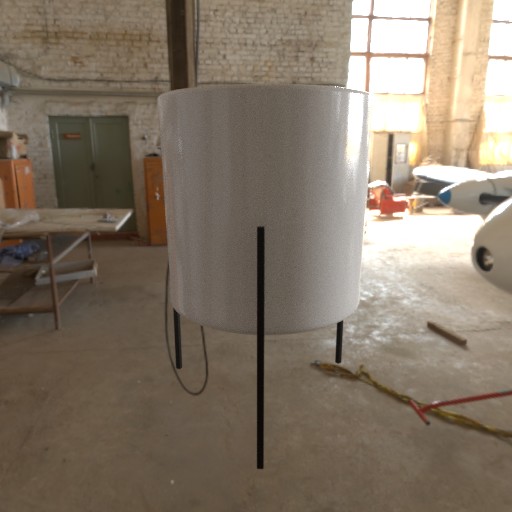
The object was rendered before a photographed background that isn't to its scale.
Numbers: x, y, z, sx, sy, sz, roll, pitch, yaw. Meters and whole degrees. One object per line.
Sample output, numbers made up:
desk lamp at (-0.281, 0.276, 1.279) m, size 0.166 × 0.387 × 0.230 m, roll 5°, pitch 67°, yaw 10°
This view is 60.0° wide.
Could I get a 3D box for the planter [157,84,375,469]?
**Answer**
planter at (0.000, 0.000, 0.640) m, size 0.308 × 0.431 × 0.307 m, roll 7°, pitch 16°, yaw 27°
